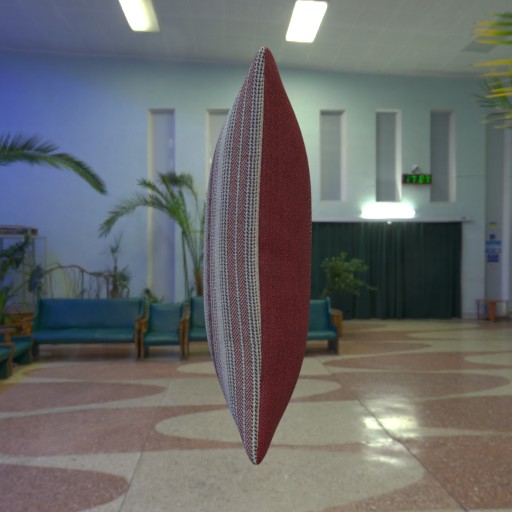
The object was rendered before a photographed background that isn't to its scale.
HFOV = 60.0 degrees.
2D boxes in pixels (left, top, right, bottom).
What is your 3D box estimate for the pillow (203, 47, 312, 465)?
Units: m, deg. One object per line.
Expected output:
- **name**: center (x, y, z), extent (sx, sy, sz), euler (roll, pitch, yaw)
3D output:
- **pillow**: center (0.000, 0.000, 0.777), extent (0.166, 0.497, 0.513), euler (0, 0, -1)
